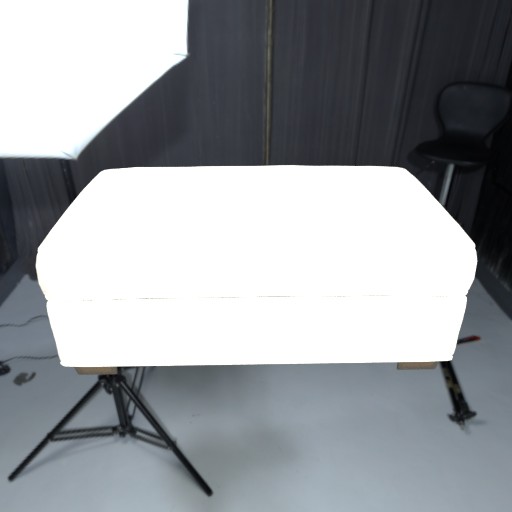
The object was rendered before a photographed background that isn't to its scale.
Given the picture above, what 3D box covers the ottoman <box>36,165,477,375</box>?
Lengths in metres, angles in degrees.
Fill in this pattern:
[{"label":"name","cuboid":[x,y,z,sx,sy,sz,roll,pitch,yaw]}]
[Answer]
[{"label":"ottoman","cuboid":[0.000,0.000,1.403,1.097,0.448,0.617,-1,30,-1]}]
